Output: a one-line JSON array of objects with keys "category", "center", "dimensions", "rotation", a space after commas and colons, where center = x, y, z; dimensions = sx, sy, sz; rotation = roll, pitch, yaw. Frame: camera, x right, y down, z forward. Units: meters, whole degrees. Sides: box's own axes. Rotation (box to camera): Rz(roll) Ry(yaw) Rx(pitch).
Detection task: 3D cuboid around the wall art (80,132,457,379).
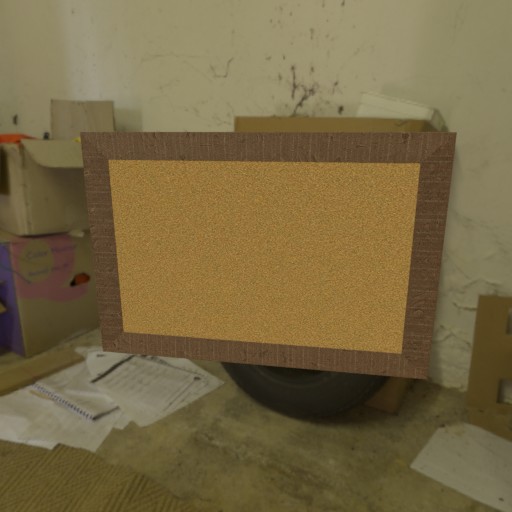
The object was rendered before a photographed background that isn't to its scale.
[{"category": "wall art", "center": [0.000, 0.000, 1.163], "dimensions": [0.917, 0.626, 0.019], "rotation": [3, 16, 9]}]
